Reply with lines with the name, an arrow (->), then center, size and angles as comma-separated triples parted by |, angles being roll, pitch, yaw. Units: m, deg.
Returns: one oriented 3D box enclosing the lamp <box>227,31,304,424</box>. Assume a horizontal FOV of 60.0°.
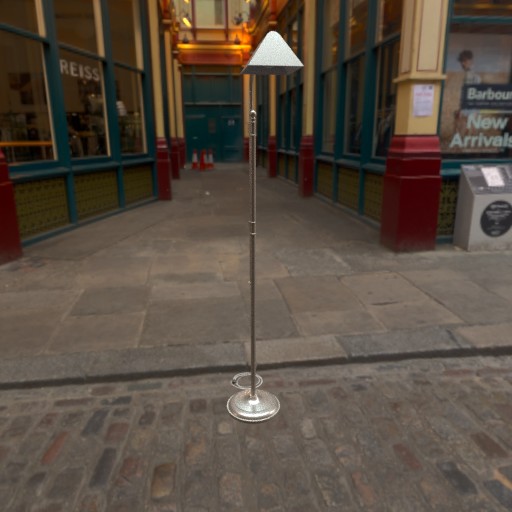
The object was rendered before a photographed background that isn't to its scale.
lamp -> 0.000, 0.000, 1.853 | 0.256, 1.571, 0.813 | -2, 16, -8
